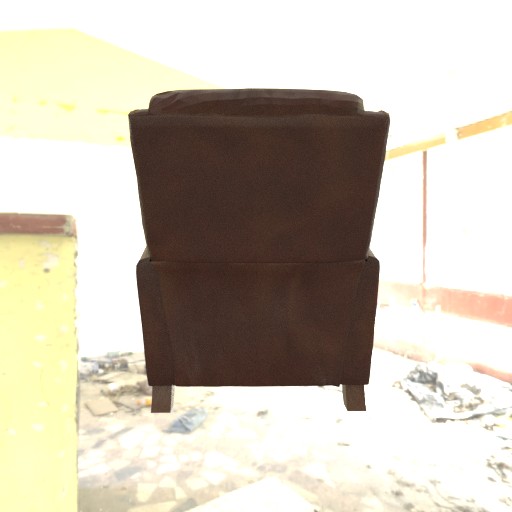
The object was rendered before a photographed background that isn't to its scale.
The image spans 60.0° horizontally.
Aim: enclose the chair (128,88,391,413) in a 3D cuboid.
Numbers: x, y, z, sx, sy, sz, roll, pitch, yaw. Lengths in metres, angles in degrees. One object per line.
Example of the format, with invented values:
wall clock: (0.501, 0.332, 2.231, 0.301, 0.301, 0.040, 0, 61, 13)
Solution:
chair: (0.000, 0.000, 1.767, 0.826, 1.022, 1.089, 0, 2, -1)
